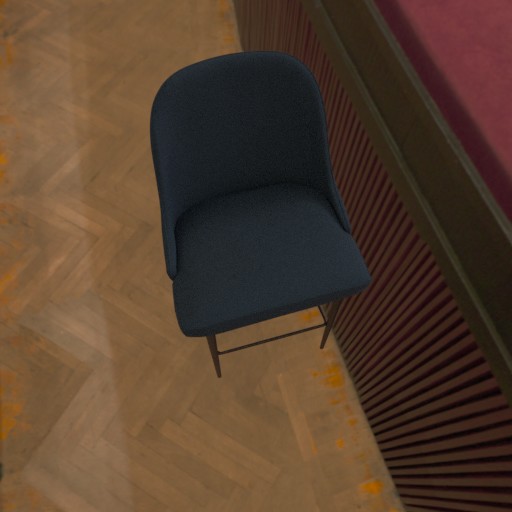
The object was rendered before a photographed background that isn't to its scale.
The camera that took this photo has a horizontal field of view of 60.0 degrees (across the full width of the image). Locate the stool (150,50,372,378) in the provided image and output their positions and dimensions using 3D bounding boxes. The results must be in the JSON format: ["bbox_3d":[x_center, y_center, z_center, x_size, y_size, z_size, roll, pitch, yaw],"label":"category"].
[{"bbox_3d":[0.000,0.000,1.369,0.527,1.079,0.489,-14,64,-7],"label":"stool"}]
